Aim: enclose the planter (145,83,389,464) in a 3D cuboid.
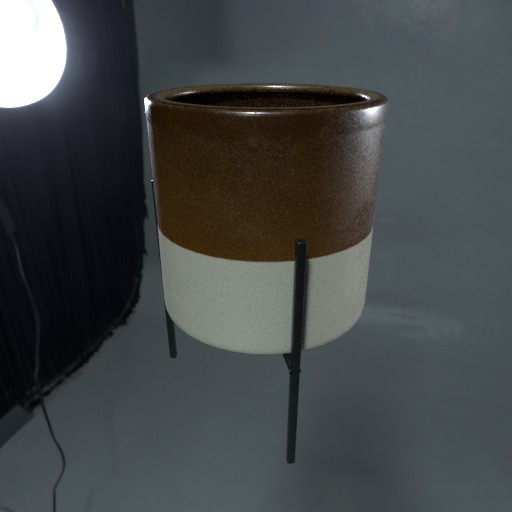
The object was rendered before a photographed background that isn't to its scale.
[{"bbox_3d":[0.000,0.000,0.541,0.269,0.375,0.255,8,27,15],"label":"planter"}]
